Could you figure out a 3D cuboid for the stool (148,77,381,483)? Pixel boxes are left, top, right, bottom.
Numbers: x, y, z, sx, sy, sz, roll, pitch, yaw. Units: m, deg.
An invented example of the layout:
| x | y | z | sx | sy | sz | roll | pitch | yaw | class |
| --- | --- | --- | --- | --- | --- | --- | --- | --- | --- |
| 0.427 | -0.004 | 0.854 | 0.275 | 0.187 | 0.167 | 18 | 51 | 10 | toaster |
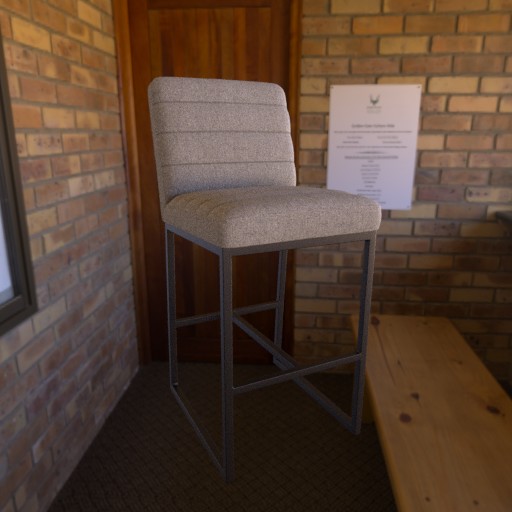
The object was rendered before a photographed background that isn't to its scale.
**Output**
| x | y | z | sx | sy | sz | roll | pitch | yaw | class |
| --- | --- | --- | --- | --- | --- | --- | --- | --- | --- |
| 0.000 | 0.000 | 1.322 | 0.459 | 1.034 | 0.571 | -8 | 17 | -26 | stool |
